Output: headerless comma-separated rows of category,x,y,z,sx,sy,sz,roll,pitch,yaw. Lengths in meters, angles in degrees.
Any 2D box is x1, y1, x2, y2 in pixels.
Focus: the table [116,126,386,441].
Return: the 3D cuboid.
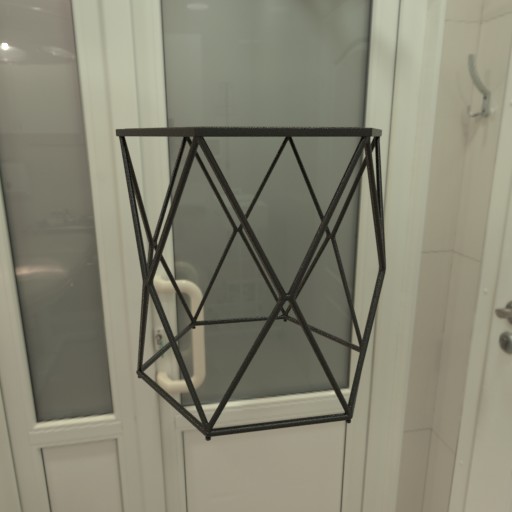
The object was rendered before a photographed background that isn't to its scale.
table,0.000,0.000,1.023,0.578,0.564,0.579,-3,16,-10
